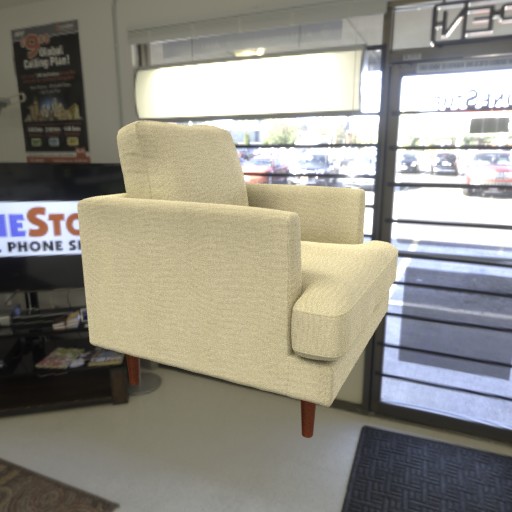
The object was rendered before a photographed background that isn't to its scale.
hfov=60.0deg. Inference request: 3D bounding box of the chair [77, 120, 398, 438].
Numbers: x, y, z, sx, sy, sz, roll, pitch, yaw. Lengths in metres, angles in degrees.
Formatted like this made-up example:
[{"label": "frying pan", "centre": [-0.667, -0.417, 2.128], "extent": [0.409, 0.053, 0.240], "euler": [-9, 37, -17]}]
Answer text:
[{"label": "chair", "centre": [0.000, 0.000, 1.634], "extent": [0.899, 0.957, 0.858], "euler": [7, 15, 26]}]
